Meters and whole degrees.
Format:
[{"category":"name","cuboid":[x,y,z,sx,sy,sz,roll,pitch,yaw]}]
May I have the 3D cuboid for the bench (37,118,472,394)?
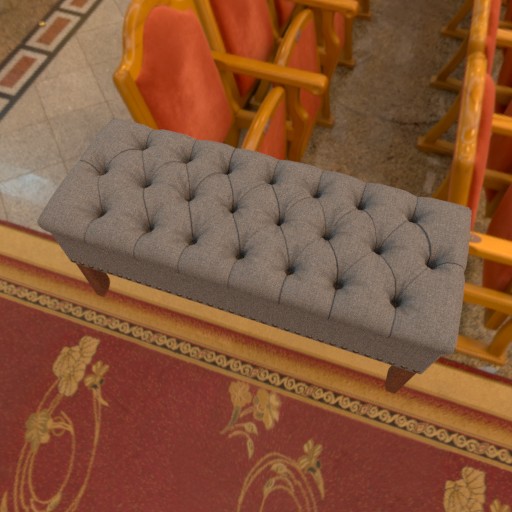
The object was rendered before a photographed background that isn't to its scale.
[{"category":"bench","cuboid":[0.000,0.000,1.310,1.052,0.470,0.417,16,60,10]}]
